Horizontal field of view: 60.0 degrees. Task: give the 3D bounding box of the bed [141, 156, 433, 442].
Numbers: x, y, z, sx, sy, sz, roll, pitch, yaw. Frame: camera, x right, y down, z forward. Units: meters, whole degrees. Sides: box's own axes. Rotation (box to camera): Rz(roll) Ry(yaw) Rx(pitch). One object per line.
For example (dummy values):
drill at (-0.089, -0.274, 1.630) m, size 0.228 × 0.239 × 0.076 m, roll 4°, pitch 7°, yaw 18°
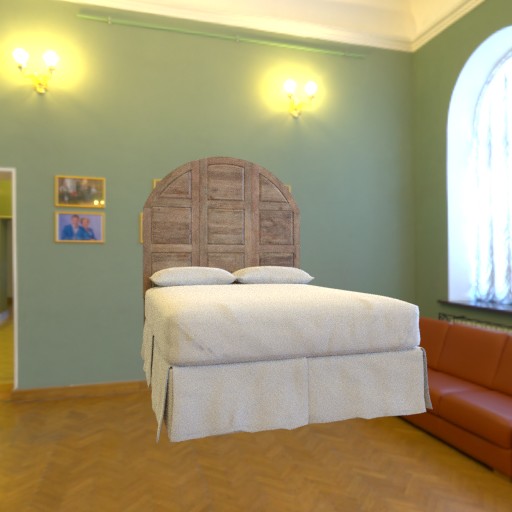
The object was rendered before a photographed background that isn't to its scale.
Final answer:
bed at (0.000, 0.000, 3.518) m, size 1.713 × 2.002 × 2.112 m, roll 0°, pitch 0°, yaw -17°
